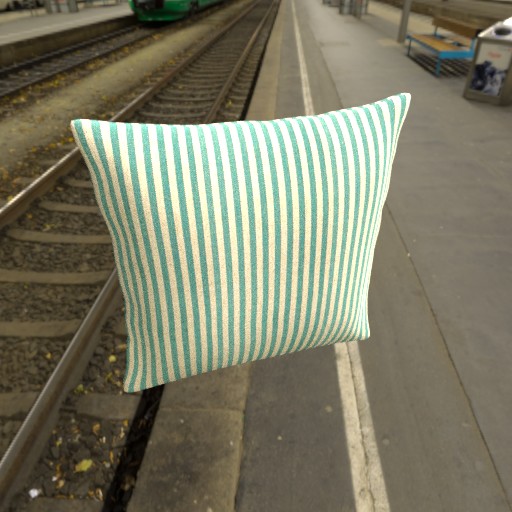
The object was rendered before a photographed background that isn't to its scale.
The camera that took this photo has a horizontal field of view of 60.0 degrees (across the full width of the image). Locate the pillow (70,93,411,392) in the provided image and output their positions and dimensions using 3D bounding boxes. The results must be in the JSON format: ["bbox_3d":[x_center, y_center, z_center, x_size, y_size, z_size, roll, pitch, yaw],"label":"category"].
[{"bbox_3d":[0.000,0.000,0.774,0.523,0.510,0.166,-10,33,-15],"label":"pillow"}]
